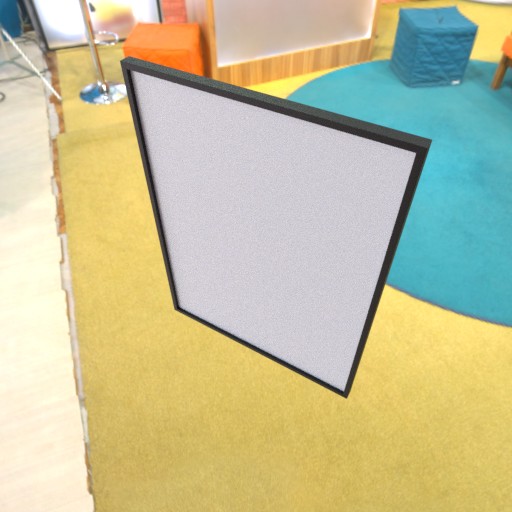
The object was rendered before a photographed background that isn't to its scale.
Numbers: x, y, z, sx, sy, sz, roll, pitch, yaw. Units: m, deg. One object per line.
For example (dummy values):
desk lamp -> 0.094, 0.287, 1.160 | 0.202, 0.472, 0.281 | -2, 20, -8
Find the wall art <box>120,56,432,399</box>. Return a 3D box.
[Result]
wall art -> 0.000, 0.000, 1.406 | 0.802, 1.070, 0.036 | 23, 50, 21
